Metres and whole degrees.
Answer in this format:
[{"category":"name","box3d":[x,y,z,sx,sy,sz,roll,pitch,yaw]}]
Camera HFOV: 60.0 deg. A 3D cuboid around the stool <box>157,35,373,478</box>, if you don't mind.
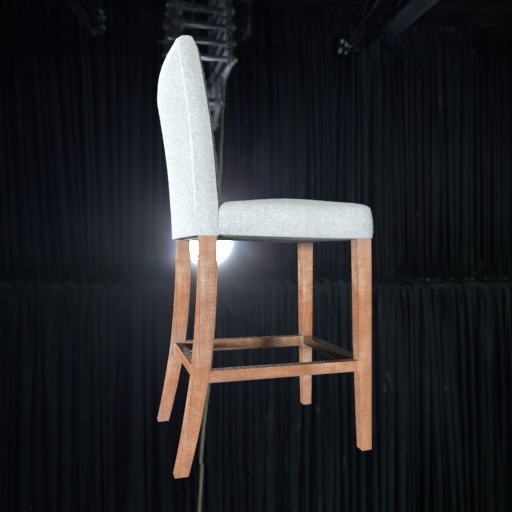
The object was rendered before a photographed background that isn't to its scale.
[{"category":"stool","box3d":[0.000,0.000,1.358,0.570,1.088,0.439,0,1,-18]}]
